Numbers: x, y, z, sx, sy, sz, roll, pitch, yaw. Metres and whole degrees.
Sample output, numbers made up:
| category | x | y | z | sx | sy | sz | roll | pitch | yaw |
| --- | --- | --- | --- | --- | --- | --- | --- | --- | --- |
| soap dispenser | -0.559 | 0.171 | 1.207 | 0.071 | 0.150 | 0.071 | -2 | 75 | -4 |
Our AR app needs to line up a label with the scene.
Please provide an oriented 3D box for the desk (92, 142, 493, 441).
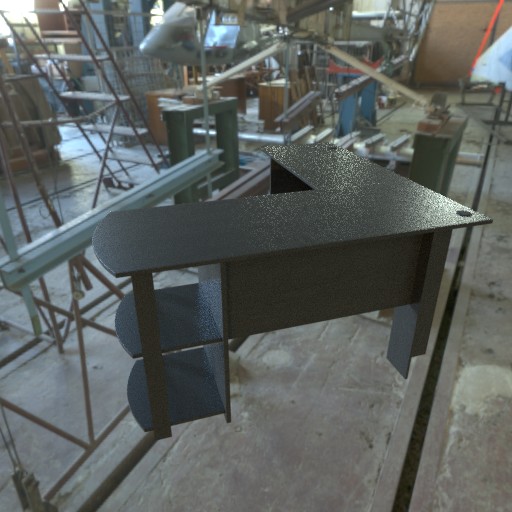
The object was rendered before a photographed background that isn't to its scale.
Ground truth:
| category | x | y | z | sx | sy | sz | roll | pitch | yaw |
| --- | --- | --- | --- | --- | --- | --- | --- | --- | --- |
| desk | 0.000 | 0.000 | 2.111 | 1.361 | 0.716 | 1.303 | -8 | 28 | -16 |
